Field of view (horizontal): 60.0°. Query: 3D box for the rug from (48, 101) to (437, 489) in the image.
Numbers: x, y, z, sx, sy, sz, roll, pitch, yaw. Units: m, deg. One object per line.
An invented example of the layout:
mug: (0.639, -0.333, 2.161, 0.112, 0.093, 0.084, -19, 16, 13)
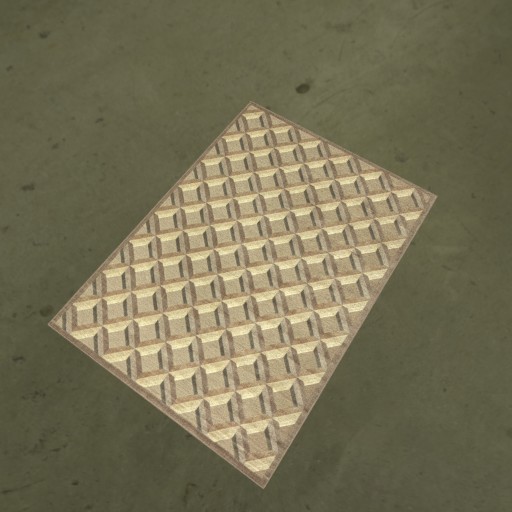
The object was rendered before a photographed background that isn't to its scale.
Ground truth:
rug: (0.000, 0.000, 4.350, 2.382, 0.018, 3.294, 31, 68, 14)
